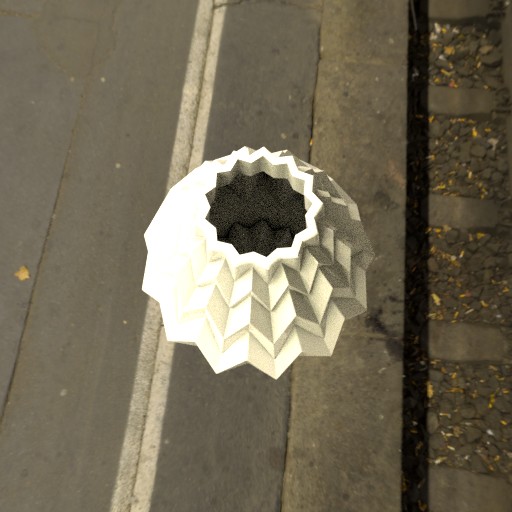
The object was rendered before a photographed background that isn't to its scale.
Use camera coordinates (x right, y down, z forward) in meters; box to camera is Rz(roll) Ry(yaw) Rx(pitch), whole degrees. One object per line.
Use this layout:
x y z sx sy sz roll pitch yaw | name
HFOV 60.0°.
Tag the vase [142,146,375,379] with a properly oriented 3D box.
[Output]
0.000 0.000 0.302 0.164 0.185 0.164 0 75 0 | vase
